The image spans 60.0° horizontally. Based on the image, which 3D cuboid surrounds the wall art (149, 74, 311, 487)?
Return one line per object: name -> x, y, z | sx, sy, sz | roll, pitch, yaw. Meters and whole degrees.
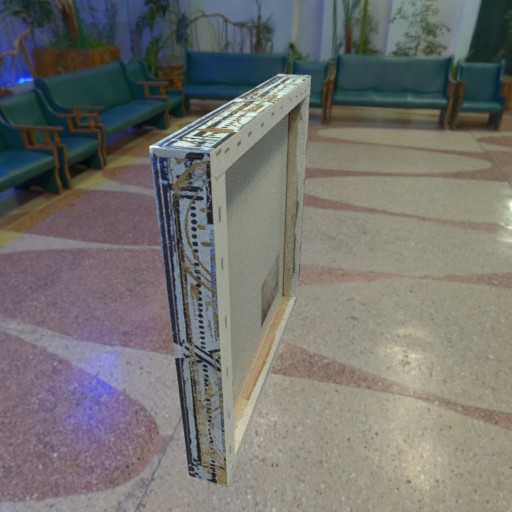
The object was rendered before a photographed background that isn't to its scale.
wall art -> 0.000, 0.000, 0.451 | 0.038, 0.306, 0.302 | 9, 31, 14
